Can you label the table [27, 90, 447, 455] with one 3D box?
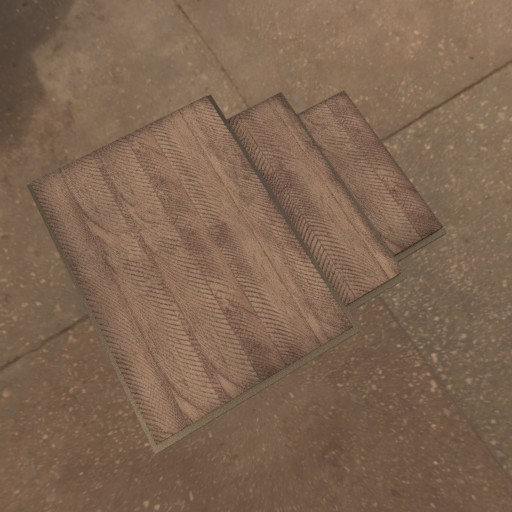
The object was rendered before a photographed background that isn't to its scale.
[{"bbox_3d":[0.000,0.000,1.116,0.706,0.610,0.559,-29,77,-8],"label":"table"}]
